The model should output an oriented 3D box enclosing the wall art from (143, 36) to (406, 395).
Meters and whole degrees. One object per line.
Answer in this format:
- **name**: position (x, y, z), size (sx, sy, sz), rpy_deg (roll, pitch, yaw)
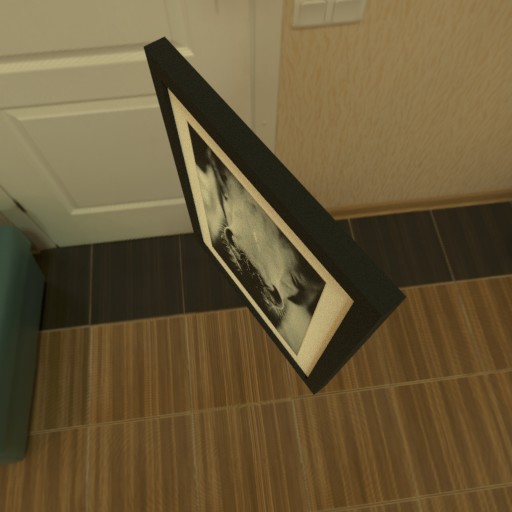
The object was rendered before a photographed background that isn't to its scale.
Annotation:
- **wall art**: position (0.000, 0.000, 0.763), size (0.033, 0.559, 0.457), rpy_deg (-34, 69, -14)
